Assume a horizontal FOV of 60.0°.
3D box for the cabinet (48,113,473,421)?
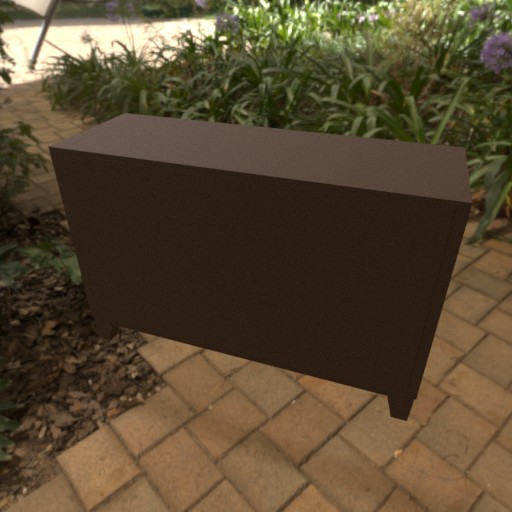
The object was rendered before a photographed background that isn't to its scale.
[{"bbox_3d":[0.000,0.000,1.816,1.396,0.914,0.482,11,34,16],"label":"cabinet"}]
